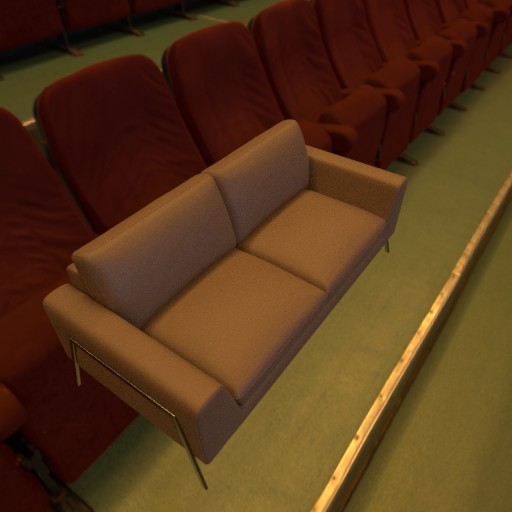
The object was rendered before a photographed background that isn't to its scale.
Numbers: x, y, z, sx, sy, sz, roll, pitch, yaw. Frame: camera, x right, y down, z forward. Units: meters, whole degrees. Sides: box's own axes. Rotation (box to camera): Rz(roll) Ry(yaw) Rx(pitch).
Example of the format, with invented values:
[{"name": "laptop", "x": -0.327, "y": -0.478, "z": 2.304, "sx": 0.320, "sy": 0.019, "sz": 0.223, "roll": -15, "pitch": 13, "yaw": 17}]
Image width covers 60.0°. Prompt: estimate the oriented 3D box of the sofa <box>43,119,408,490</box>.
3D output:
[{"name": "sofa", "x": 0.000, "y": 0.000, "z": 2.501, "sx": 0.953, "sy": 0.875, "sz": 2.017, "roll": 26, "pitch": 47, "yaw": 26}]
